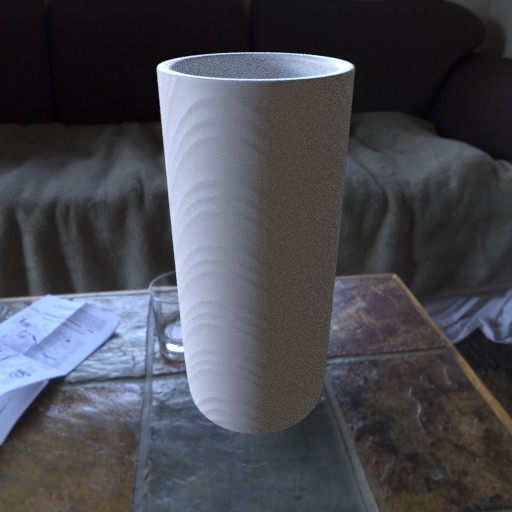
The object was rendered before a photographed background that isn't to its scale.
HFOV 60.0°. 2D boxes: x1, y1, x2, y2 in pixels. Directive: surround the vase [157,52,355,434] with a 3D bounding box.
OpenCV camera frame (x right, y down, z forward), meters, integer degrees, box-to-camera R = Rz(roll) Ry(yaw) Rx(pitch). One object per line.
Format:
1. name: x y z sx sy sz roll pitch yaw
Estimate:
1. vase: 0.000 0.000 0.393 0.143 0.316 0.143 0 31 0
